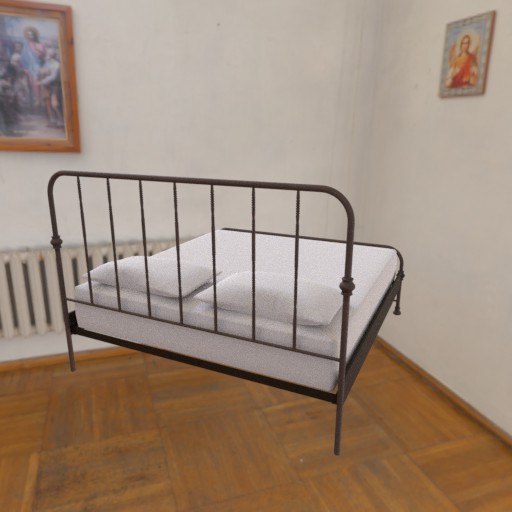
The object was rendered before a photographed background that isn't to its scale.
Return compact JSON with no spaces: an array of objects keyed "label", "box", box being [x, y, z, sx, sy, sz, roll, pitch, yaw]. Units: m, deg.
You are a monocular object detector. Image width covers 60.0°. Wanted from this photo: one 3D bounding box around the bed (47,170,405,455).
[{"label":"bed","box":[0.000,0.000,3.509,2.044,1.446,2.134,8,18,25]}]
